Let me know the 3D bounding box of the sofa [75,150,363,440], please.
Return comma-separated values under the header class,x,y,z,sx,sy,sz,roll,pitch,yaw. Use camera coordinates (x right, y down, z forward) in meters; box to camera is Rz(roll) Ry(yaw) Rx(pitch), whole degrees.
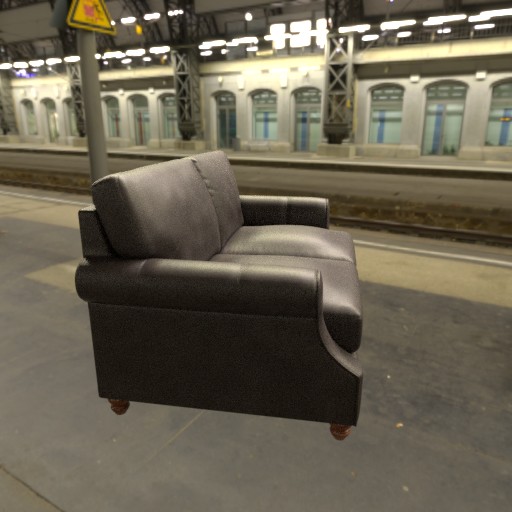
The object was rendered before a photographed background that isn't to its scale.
class,x,y,z,sx,sy,sz,roll,pitch,yaw
sofa,0.000,0.000,2.280,1.030,0.979,1.663,3,17,9
